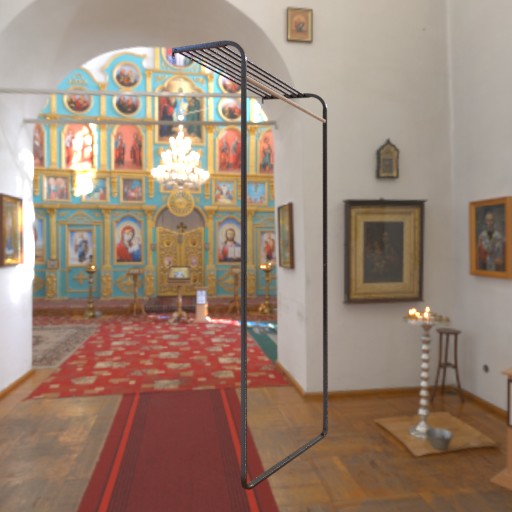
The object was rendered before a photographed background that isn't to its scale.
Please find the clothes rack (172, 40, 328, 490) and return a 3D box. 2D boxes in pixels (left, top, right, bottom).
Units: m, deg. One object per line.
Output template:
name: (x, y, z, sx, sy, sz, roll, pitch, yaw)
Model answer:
clothes rack: (0.000, 0.000, 1.815, 0.349, 1.574, 0.609, 0, -1, 36)
